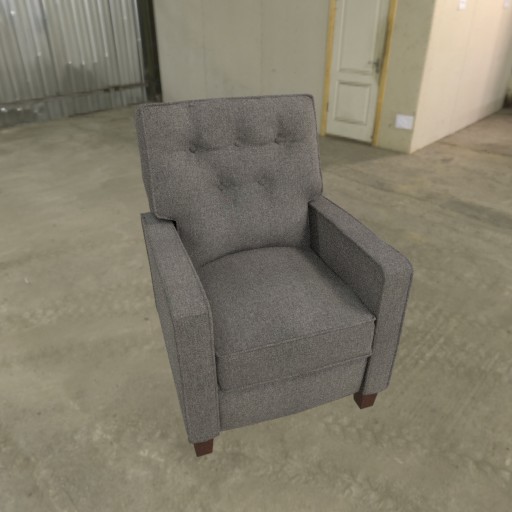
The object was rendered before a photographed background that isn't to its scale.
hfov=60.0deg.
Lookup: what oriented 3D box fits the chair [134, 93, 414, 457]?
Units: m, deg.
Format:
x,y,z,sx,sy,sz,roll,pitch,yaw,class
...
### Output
x,y,z,sx,sy,sz,roll,pitch,yaw,class
0.000,0.000,1.413,0.650,0.889,0.775,-10,32,-16,chair
